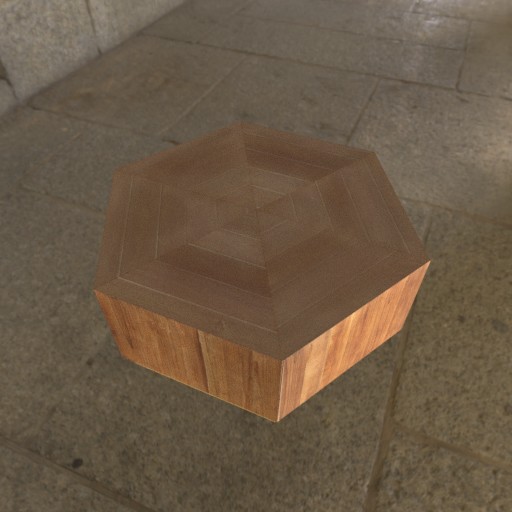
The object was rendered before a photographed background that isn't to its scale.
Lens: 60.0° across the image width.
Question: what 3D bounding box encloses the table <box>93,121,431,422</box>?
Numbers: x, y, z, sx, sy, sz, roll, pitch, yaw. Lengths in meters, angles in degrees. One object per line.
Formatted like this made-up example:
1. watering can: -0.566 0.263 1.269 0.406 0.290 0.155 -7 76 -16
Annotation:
1. table: 0.000 0.000 1.665 1.000 0.456 1.154 -5 47 -4
